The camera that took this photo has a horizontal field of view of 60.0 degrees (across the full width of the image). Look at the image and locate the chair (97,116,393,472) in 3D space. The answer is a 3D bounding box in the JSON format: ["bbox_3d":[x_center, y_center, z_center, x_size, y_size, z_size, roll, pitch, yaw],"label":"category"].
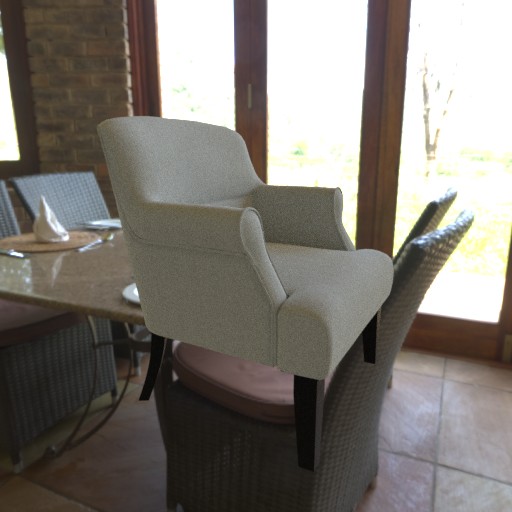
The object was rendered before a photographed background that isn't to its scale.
[{"bbox_3d":[0.000,0.000,1.436,0.750,0.875,0.781,7,15,27],"label":"chair"}]
